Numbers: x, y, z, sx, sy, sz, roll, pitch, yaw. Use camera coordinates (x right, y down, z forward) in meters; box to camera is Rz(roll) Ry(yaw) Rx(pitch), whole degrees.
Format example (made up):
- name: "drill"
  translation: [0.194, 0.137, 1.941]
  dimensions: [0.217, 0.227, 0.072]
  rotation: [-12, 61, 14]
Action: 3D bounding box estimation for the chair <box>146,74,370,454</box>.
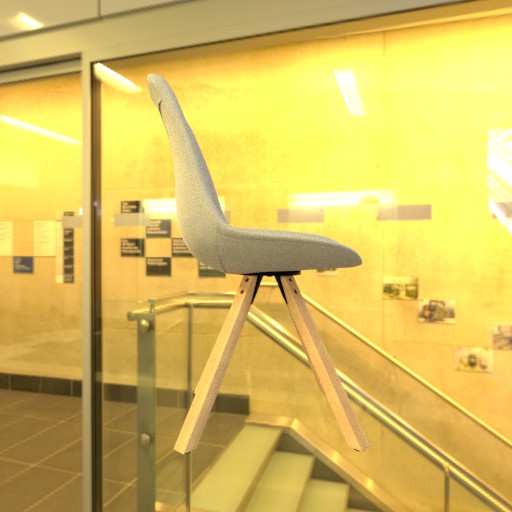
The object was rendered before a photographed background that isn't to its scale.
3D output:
- name: "chair"
  translation: [0.000, 0.000, 1.179]
  dimensions: [0.549, 0.863, 0.474]
  rotation: [0, 1, -1]
